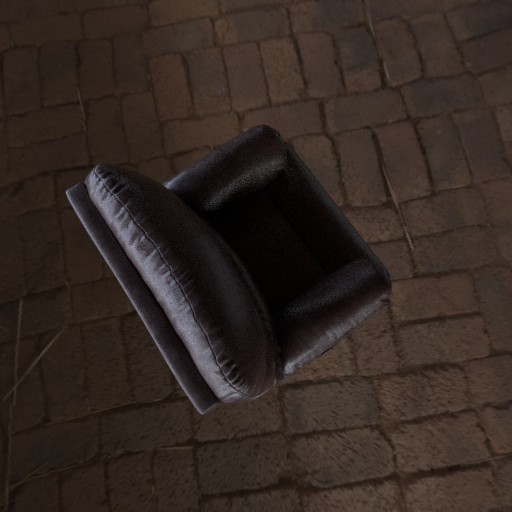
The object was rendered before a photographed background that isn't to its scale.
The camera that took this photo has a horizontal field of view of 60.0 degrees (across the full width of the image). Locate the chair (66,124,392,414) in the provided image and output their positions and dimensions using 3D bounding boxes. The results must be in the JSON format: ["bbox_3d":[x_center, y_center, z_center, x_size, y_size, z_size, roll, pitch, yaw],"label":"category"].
[{"bbox_3d":[0.000,0.000,1.753,0.879,1.041,0.940,-33,77,-8],"label":"chair"}]
